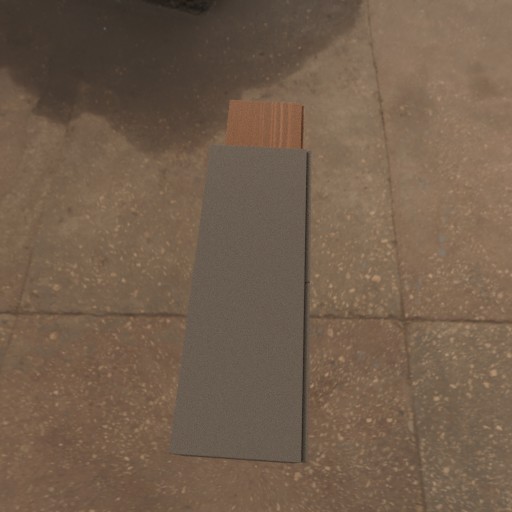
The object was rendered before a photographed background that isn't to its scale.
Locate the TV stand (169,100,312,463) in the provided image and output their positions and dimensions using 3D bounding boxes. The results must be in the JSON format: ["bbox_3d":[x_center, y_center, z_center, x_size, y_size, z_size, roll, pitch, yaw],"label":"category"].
[{"bbox_3d":[0.000,0.000,1.593,0.329,0.591,1.336,3,65,2],"label":"TV stand"}]
